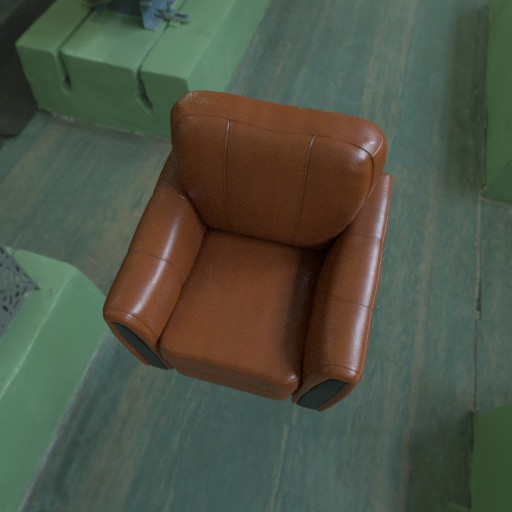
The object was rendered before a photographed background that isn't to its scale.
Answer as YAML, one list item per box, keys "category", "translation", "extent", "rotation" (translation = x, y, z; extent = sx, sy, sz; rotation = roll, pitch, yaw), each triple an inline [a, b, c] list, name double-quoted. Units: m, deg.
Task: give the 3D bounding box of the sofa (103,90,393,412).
- category: "sofa"
  translation: [0.000, 0.000, 1.541]
  extent: [0.836, 0.876, 0.789]
  rotation: [13, 59, 8]
